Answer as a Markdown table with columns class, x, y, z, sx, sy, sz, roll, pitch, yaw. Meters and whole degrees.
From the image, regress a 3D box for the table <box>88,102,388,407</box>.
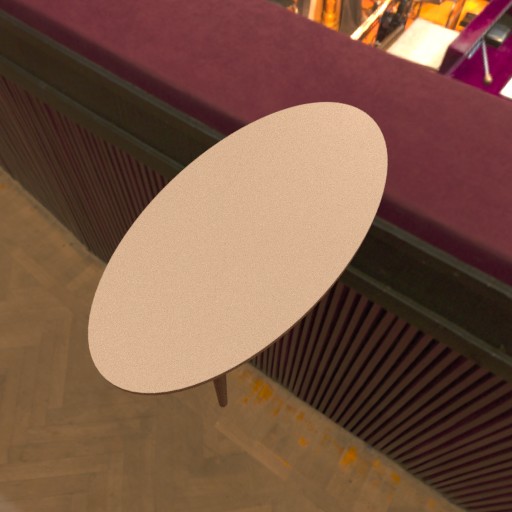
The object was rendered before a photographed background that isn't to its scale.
| class | x | y | z | sx | sy | sz | roll | pitch | yaw |
| --- | --- | --- | --- | --- | --- | --- | --- | --- | --- |
| table | 0.000 | 0.000 | 1.351 | 0.542 | 0.390 | 1.083 | 32 | 64 | 18 |
